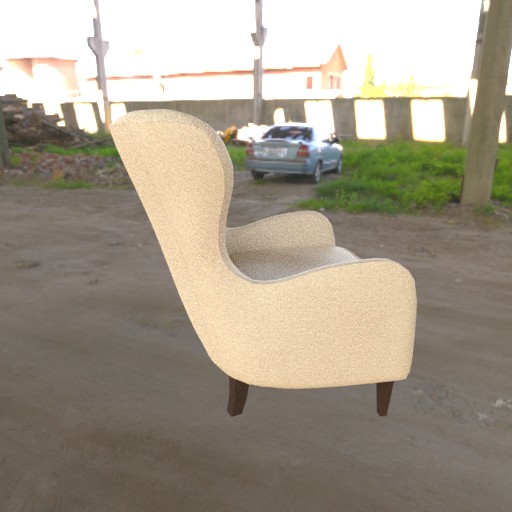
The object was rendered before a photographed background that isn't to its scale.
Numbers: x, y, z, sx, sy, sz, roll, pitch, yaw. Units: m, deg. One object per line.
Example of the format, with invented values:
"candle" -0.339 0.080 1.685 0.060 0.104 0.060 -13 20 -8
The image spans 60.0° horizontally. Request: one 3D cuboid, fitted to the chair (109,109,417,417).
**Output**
"chair" 0.000 0.000 1.727 0.984 1.064 0.861 -3 17 -9
